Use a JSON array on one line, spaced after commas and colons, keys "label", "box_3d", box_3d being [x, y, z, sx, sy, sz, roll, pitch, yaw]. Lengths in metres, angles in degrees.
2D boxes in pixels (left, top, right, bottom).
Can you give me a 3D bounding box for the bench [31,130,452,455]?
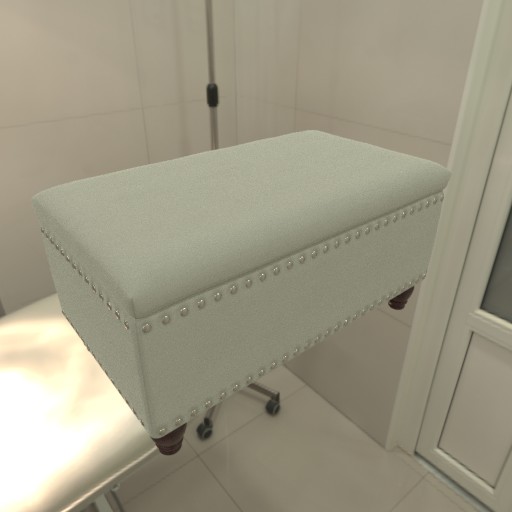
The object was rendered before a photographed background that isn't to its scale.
[{"label": "bench", "box_3d": [0.000, 0.000, 1.147, 0.887, 0.449, 0.500, -22, 36, -33]}]
